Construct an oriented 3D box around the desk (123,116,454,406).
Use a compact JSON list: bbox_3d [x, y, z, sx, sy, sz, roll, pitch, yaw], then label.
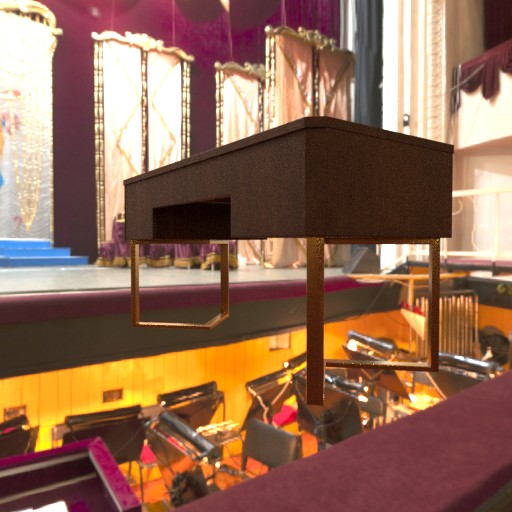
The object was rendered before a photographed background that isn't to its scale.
[{"bbox_3d":[0.000,0.000,1.921,0.684,0.762,1.479,-1,2,-35],"label":"desk"}]
